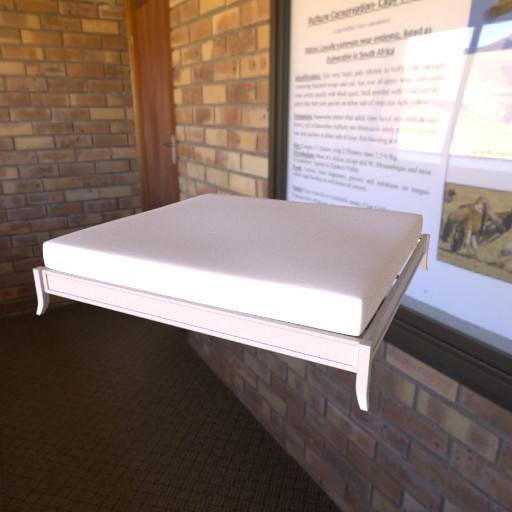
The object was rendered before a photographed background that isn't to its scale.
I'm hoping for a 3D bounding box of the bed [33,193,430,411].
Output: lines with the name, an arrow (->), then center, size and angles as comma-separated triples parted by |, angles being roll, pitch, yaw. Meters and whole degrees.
bed -> 0.000, 0.000, 3.131 | 2.108, 0.510, 2.007 | 9, 20, 26
